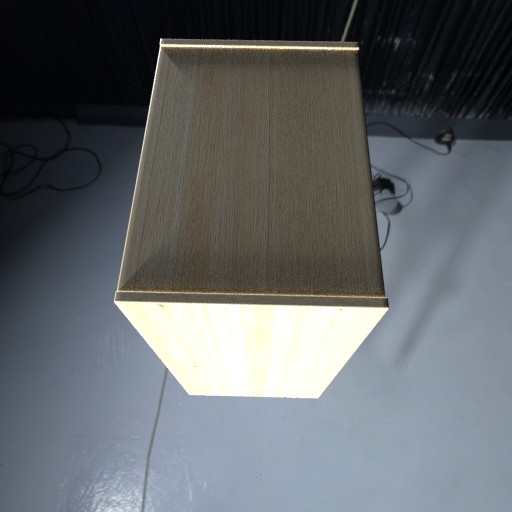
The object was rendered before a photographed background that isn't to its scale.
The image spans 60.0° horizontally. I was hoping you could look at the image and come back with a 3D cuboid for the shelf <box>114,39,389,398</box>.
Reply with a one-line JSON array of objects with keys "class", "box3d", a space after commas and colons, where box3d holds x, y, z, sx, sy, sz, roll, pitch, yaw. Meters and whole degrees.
[{"class": "shelf", "box3d": [0.000, 0.000, 0.822, 0.290, 0.592, 0.414, 1, 64, 1]}]
